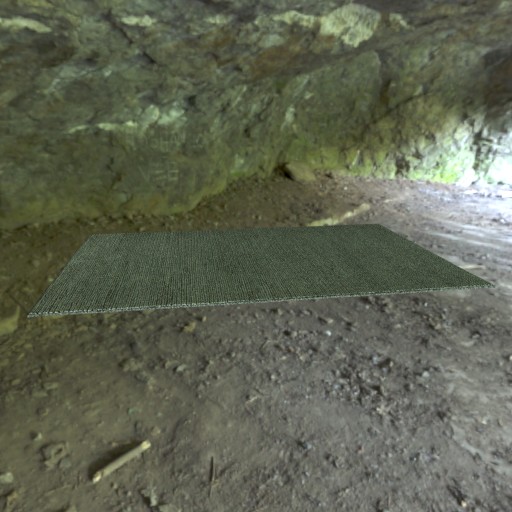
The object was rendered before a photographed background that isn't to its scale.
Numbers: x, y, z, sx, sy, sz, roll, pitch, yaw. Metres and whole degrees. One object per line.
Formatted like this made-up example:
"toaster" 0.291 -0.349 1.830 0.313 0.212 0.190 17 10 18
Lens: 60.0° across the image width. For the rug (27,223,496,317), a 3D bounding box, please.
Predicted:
"rug" 0.000 0.000 2.985 2.443 0.021 1.538 -3 17 -9
